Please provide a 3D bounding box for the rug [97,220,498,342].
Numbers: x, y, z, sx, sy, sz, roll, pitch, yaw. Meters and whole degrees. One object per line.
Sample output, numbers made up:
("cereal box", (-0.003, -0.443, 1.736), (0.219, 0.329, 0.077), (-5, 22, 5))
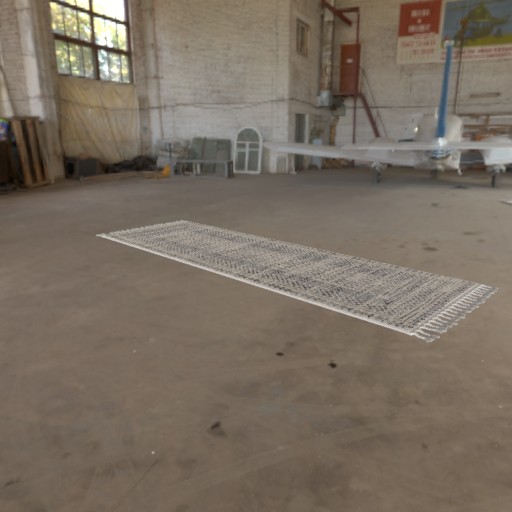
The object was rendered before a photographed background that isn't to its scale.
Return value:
("rug", (0.000, 0.000, 2.653), (2.480, 0.013, 0.786), (14, 21, 42))
